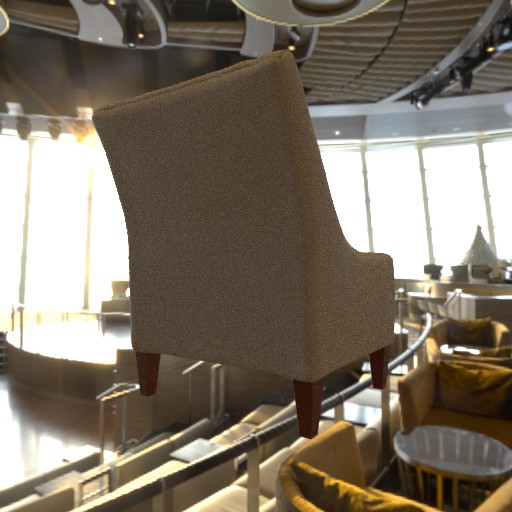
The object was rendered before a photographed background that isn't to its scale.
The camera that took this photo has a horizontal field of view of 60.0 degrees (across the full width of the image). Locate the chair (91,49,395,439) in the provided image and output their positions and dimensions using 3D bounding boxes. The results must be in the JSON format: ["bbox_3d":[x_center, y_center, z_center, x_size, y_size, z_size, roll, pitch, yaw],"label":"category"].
[{"bbox_3d":[0.000,0.000,1.613,0.774,1.014,0.870,0,-1,35],"label":"chair"}]
